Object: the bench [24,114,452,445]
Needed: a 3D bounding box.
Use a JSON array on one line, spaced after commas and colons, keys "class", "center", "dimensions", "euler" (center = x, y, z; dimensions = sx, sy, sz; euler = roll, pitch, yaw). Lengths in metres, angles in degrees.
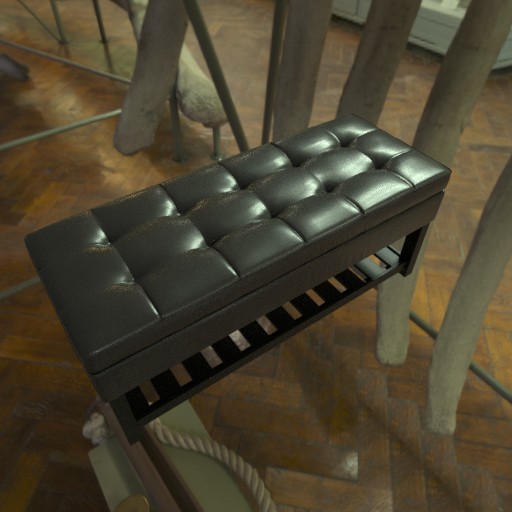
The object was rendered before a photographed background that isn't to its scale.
[{"class": "bench", "center": [0.000, 0.000, 1.325], "dimensions": [1.105, 0.460, 0.432], "euler": [-26, 51, -24]}]
